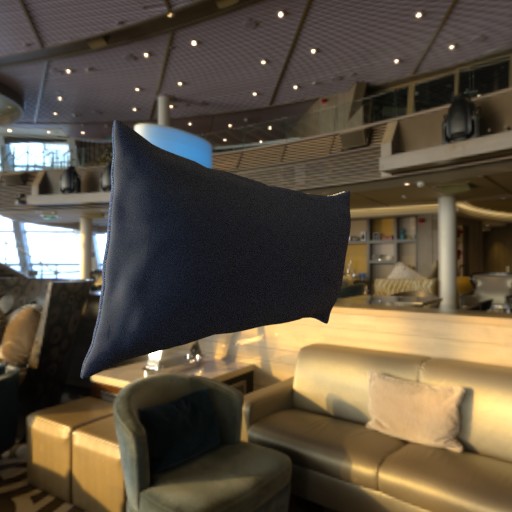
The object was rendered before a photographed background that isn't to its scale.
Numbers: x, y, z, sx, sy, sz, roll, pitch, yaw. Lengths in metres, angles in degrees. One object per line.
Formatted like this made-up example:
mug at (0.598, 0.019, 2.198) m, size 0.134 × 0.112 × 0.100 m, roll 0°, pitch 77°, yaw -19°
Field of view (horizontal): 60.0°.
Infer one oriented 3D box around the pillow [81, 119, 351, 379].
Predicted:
pillow at (0.000, 0.000, 0.736) m, size 0.156 × 0.292 × 0.608 m, roll -1°, pitch -1°, yaw 36°
